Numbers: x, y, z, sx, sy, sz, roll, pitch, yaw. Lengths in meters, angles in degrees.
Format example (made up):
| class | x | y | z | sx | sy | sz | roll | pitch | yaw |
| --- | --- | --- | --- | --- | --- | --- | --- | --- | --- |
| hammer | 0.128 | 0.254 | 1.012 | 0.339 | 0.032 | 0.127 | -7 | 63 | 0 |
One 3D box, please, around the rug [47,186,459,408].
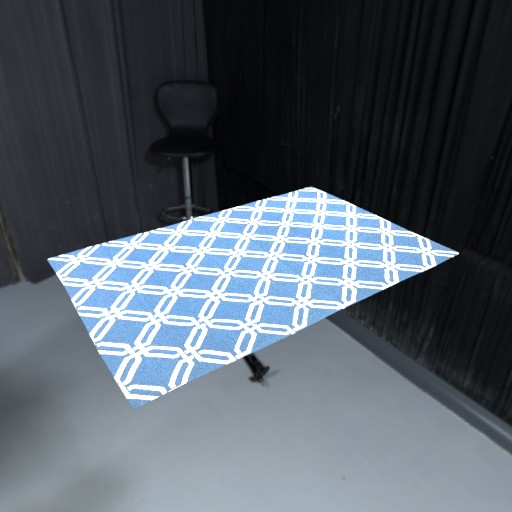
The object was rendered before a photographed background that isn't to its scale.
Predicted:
| class | x | y | z | sx | sy | sz | roll | pitch | yaw |
| --- | --- | --- | --- | --- | --- | --- | --- | --- | --- |
| rug | 0.000 | 0.000 | 2.237 | 1.755 | 0.010 | 1.153 | -19 | 35 | -30 |
